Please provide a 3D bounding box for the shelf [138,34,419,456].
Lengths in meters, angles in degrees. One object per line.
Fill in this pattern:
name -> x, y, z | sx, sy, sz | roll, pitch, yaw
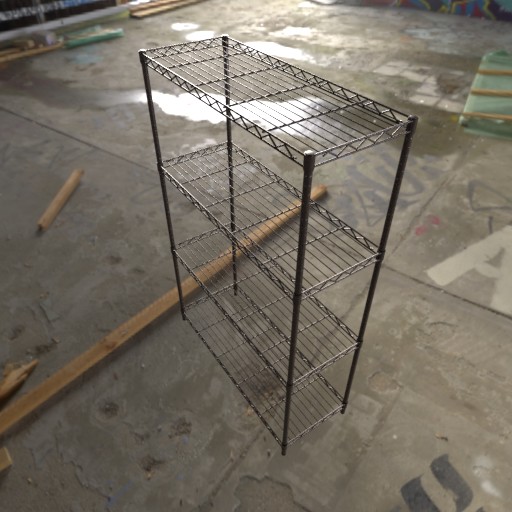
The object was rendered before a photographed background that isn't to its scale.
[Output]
shelf -> 0.000, 0.000, 1.729 | 0.352, 1.361, 0.907 | -24, 46, -25
